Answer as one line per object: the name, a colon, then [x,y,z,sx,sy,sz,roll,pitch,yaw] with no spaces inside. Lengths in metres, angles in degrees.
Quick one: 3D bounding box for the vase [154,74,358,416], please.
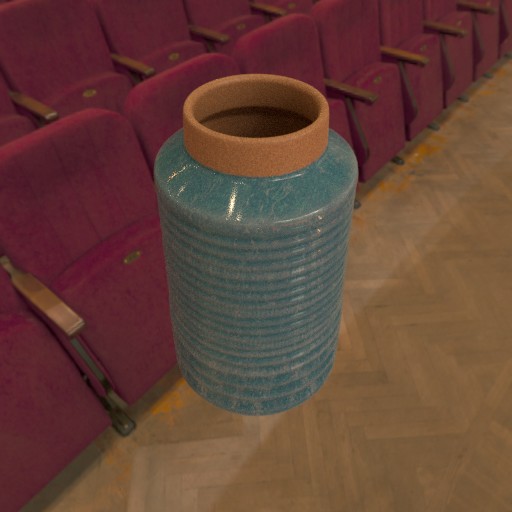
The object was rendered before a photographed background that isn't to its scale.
vase: [0.000,0.000,0.368,0.163,0.267,0.163,0,45,0]
